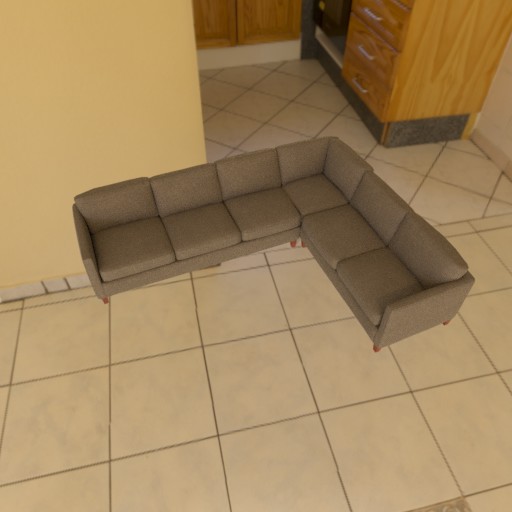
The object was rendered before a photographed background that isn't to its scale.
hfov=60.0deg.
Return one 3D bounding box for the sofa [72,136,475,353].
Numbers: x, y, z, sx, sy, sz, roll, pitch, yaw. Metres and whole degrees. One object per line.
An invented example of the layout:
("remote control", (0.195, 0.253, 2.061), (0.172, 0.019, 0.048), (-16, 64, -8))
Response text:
("sofa", (0.000, 0.000, 4.558), (3.302, 0.947, 2.593), (-17, 49, -15))
